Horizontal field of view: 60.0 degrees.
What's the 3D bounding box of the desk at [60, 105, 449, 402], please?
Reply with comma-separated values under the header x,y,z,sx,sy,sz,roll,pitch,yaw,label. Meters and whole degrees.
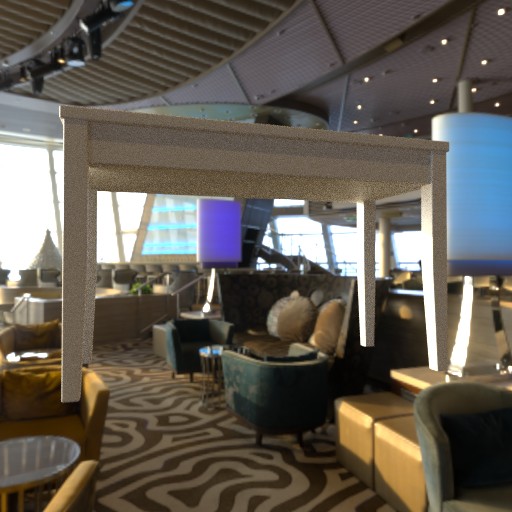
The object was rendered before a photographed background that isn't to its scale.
x,y,z,sx,sy,sz,roll,pitch,yaw,label
0.000,0.000,1.565,1.220,0.775,0.508,0,-1,-17,desk
